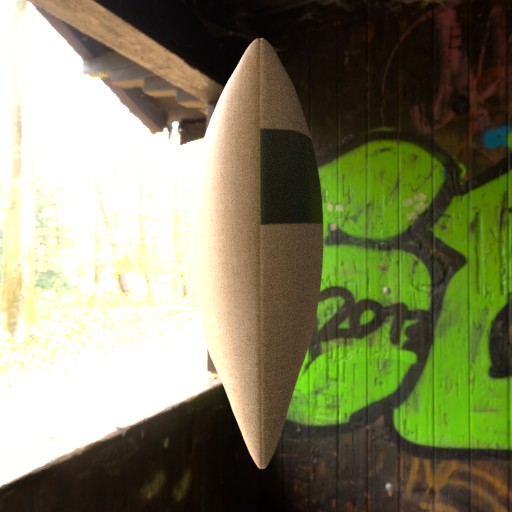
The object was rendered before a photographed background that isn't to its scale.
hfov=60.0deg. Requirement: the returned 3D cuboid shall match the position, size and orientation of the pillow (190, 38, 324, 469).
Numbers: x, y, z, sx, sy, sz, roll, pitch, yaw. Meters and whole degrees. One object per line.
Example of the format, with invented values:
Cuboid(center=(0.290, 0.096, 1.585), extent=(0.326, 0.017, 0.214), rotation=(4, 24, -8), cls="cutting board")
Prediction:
Cuboid(center=(0.000, 0.000, 0.610), extent=(0.173, 0.399, 0.414), rotation=(0, -1, -1), cls="pillow")
